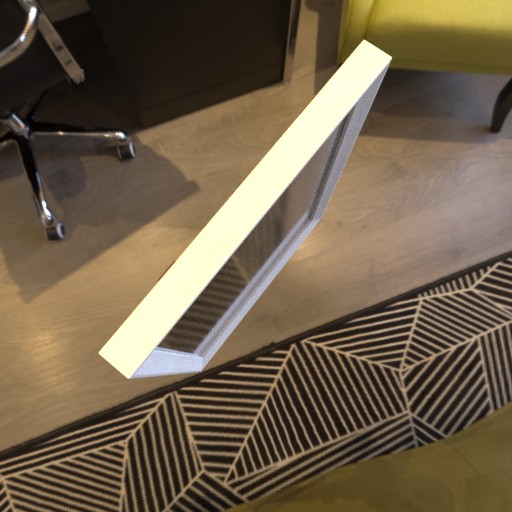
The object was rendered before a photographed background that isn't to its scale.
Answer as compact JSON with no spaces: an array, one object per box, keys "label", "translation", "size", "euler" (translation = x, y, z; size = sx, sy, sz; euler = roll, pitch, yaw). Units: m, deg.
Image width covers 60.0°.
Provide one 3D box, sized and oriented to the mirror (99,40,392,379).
[{"label":"mirror","translation":[0.000,0.000,0.668],"size":[0.041,0.509,0.406],"euler":[37,79,9]}]
